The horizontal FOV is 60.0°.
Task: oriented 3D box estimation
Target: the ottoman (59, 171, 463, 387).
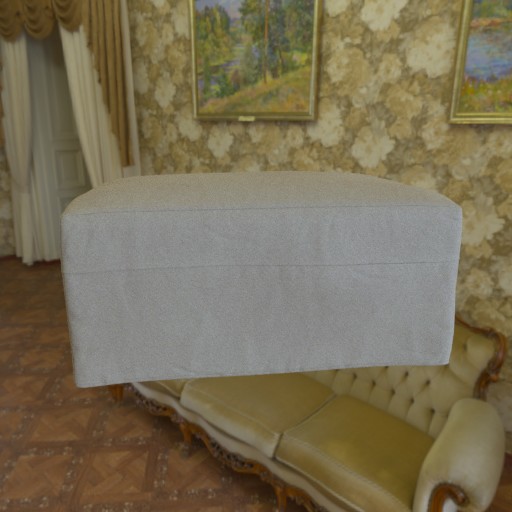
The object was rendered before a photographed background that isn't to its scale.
[{"bbox_3d":[0.000,0.000,1.203,0.872,0.444,0.590,-2,16,-7],"label":"ottoman"}]
